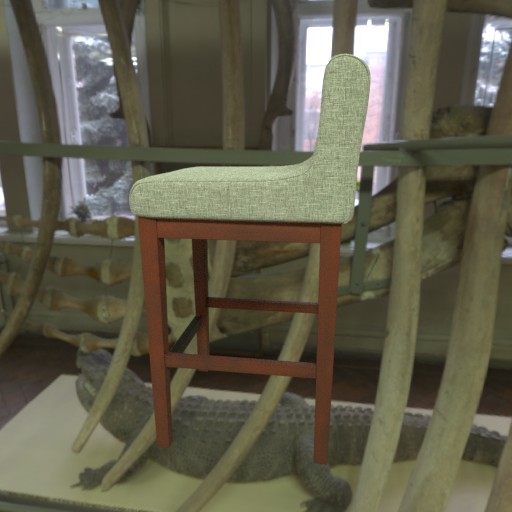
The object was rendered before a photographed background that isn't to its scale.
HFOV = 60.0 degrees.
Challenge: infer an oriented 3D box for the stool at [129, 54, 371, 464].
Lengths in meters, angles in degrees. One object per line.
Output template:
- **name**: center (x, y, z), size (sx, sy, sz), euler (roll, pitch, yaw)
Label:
- **stool**: center (0.000, 0.000, 1.068), size (0.459, 0.835, 0.417), euler (2, 15, 8)
